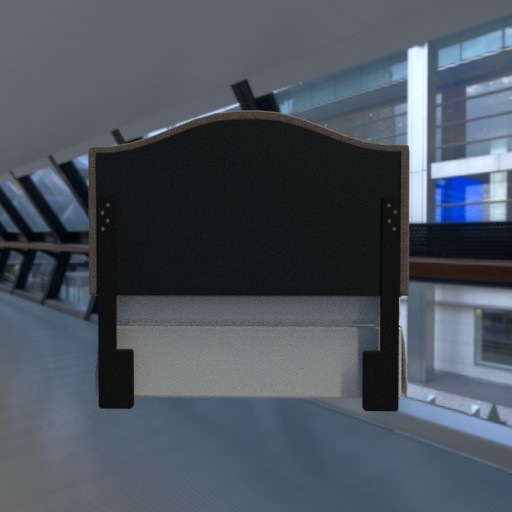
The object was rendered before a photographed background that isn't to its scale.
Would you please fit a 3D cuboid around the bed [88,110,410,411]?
[{"bbox_3d":[0.000,0.000,3.299,1.713,1.518,2.153,0,1,1],"label":"bed"}]
